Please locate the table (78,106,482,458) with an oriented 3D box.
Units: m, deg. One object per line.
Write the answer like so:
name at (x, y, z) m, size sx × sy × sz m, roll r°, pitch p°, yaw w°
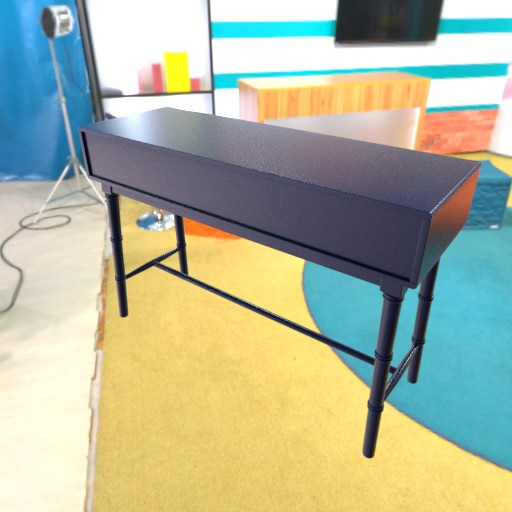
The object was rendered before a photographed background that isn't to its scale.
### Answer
table at (0.000, 0.000, 1.439) m, size 1.118 × 0.749 × 0.399 m, roll 20°, pitch 36°, yaw 31°
